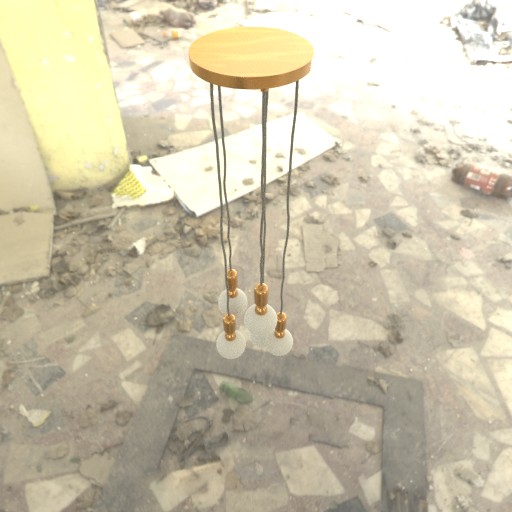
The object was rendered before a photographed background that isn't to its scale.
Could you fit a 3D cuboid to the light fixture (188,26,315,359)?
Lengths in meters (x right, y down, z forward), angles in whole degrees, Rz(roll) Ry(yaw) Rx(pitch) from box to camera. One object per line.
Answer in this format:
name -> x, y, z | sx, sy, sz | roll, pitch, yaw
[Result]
light fixture -> 0.000, 0.000, 0.504 | 0.105, 0.457, 0.108 | 2, 46, 2
